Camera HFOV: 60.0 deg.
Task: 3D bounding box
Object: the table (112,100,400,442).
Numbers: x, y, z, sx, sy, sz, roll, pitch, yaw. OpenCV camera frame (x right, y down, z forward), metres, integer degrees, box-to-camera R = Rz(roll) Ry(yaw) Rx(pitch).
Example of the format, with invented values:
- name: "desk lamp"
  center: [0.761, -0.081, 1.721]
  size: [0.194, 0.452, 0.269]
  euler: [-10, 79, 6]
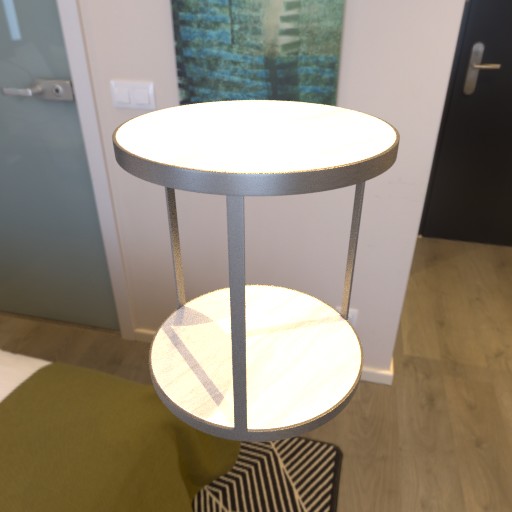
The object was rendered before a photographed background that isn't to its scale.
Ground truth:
- name: "table"
  center: [0.000, 0.000, 0.831]
  size: [0.445, 0.479, 0.445]
  euler: [0, 30, 0]
